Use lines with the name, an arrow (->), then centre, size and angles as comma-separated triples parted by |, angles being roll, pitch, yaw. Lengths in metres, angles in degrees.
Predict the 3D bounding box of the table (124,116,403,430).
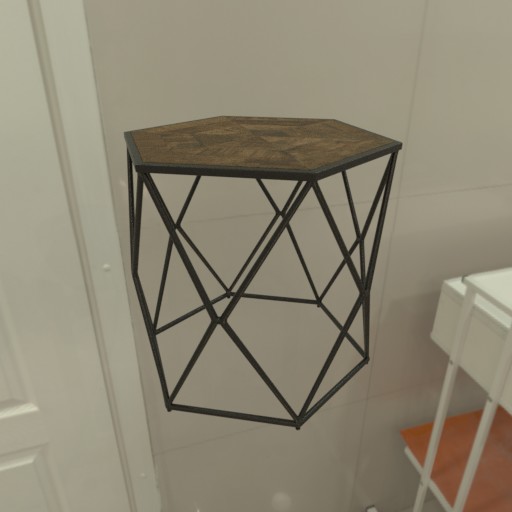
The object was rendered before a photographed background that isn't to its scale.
table -> 0.000, 0.000, 1.061 | 0.579, 0.564, 0.578 | -9, 28, -17
